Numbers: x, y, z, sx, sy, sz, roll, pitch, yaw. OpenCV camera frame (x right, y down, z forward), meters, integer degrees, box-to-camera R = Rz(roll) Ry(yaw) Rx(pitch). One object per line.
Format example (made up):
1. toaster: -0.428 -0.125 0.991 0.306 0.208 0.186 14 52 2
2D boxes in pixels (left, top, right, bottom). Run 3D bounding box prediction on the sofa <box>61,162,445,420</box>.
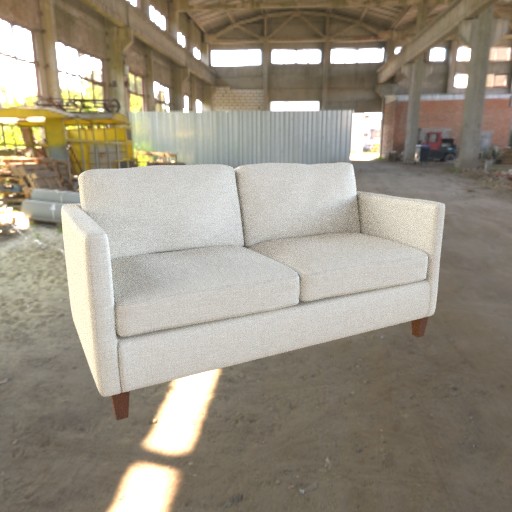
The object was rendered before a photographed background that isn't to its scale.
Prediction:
1. sofa: 0.000 0.000 2.401 1.838 0.963 0.950 -7 16 -27
